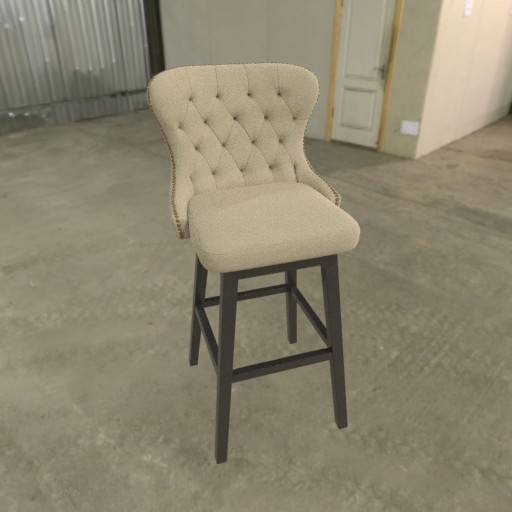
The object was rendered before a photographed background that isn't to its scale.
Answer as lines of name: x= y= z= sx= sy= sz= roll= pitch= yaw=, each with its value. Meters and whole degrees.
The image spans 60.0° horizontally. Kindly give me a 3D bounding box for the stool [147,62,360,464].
stool: x=0.000 y=0.000 z=1.402 sx=0.528 sy=1.066 sz=0.605 roll=-9 pitch=31 yaw=-15
